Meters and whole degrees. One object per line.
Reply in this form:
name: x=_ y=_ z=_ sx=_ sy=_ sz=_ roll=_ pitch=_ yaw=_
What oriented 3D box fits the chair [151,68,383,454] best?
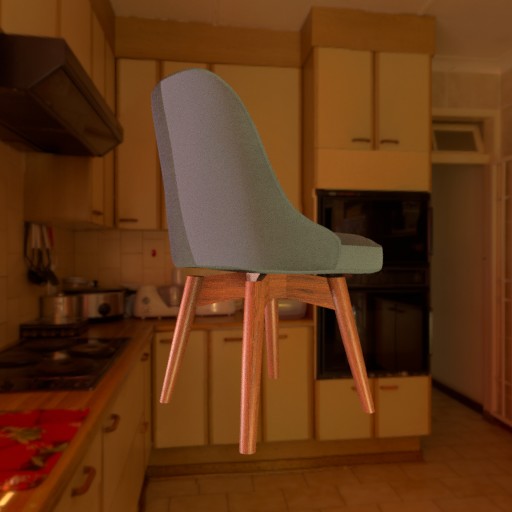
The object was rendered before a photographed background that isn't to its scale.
chair: x=0.000 y=0.000 z=1.279 sx=0.589 sy=0.882 sz=0.503 roll=0 pitch=1 yaw=-37
